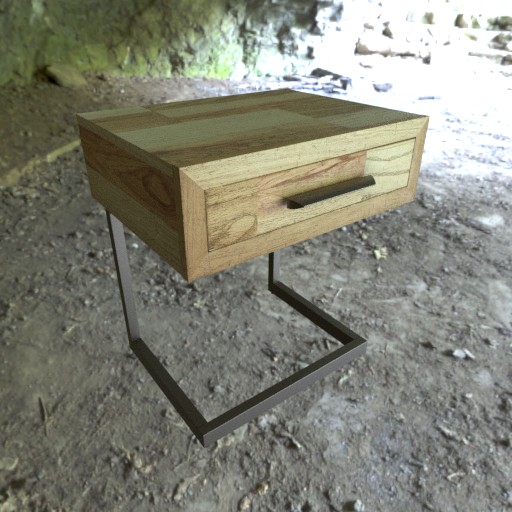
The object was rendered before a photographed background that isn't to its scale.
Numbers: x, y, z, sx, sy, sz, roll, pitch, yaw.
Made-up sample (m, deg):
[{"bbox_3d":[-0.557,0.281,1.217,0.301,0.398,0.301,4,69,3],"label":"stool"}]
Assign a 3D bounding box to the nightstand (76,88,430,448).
[{"bbox_3d":[0.000,0.000,1.029,0.558,0.632,0.481,-20,35,-31],"label":"nightstand"}]
